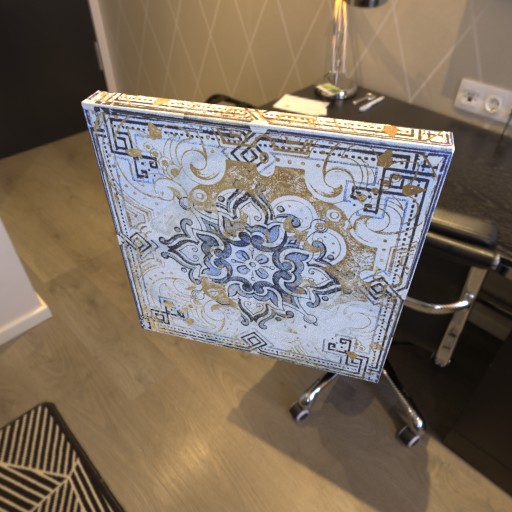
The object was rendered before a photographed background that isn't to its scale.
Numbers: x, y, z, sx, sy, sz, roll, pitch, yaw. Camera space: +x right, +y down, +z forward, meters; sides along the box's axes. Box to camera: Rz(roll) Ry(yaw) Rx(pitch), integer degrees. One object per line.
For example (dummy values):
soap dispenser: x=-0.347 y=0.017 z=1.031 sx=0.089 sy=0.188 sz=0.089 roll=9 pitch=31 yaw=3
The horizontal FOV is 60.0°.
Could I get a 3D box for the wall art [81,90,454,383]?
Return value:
wall art: x=0.000 y=0.000 z=0.621 sx=0.411 sy=0.410 sz=0.038 roll=11 pitch=43 yaw=12
